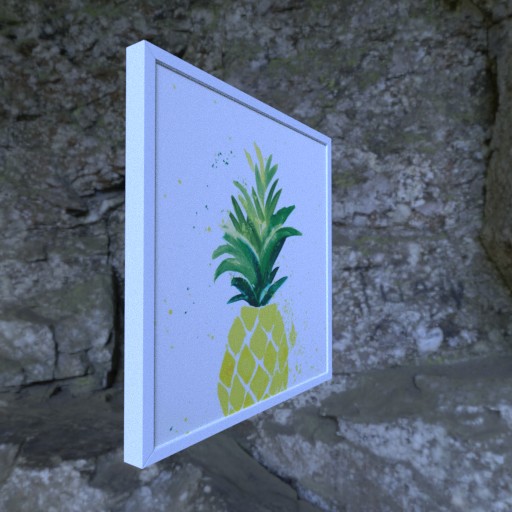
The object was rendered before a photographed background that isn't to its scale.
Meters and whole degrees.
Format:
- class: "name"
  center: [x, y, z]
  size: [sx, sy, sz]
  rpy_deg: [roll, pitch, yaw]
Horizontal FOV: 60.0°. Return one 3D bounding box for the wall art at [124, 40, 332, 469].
- class: "wall art"
  center: [0.000, 0.000, 0.448]
  size: [0.020, 0.307, 0.307]
  rpy_deg: [-1, -1, 35]
